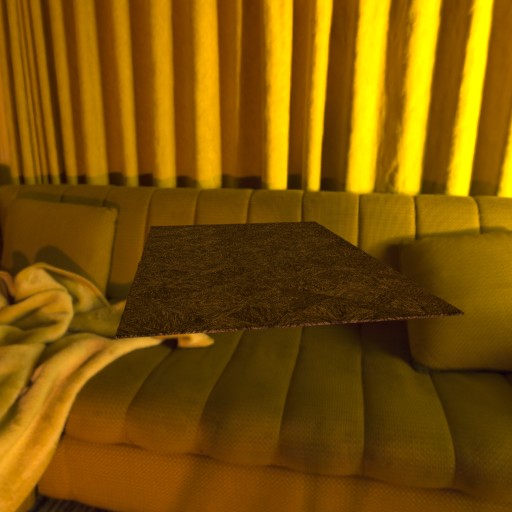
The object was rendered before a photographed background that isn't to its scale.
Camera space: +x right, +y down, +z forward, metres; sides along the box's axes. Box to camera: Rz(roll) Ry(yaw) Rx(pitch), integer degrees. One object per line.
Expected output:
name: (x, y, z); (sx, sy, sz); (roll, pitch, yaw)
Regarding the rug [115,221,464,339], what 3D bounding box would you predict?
rug: (0.000, 0.000, 2.317); (1.189, 0.011, 1.808); (-2, 15, -9)
